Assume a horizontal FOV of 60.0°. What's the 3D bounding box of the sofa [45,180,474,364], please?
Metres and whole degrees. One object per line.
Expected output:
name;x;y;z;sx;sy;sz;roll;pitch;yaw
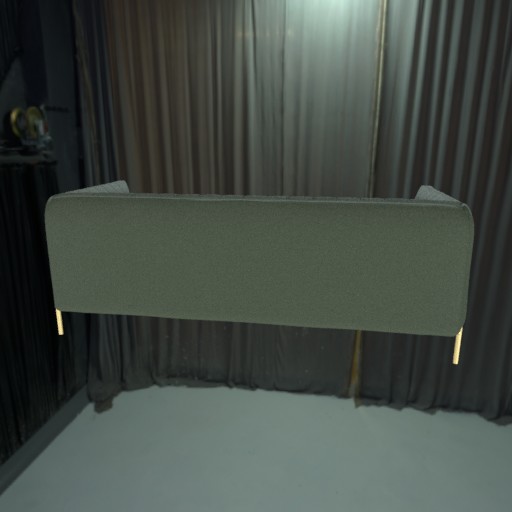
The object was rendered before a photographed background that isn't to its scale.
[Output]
sofa;0.000;0.000;2.577;2.137;0.793;0.896;2;15;9
